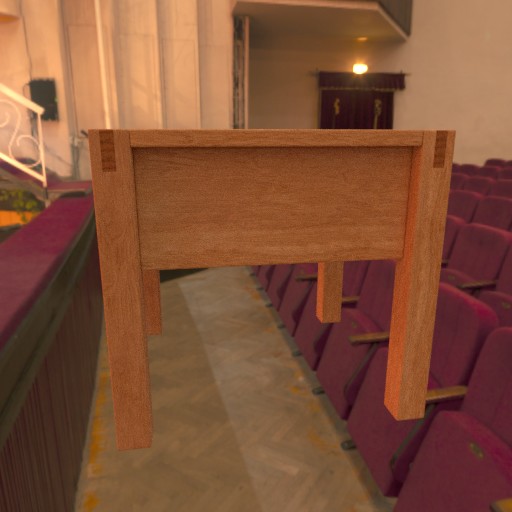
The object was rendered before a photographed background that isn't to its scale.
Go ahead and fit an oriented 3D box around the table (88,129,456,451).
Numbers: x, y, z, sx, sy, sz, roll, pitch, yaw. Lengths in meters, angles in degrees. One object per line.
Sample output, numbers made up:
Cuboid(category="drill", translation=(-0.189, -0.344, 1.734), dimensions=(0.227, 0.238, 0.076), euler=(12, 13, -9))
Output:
Cuboid(category="table", translation=(0.000, 0.000, 0.831), dimensions=(0.480, 0.450, 0.440), euler=(-2, 15, -9))
